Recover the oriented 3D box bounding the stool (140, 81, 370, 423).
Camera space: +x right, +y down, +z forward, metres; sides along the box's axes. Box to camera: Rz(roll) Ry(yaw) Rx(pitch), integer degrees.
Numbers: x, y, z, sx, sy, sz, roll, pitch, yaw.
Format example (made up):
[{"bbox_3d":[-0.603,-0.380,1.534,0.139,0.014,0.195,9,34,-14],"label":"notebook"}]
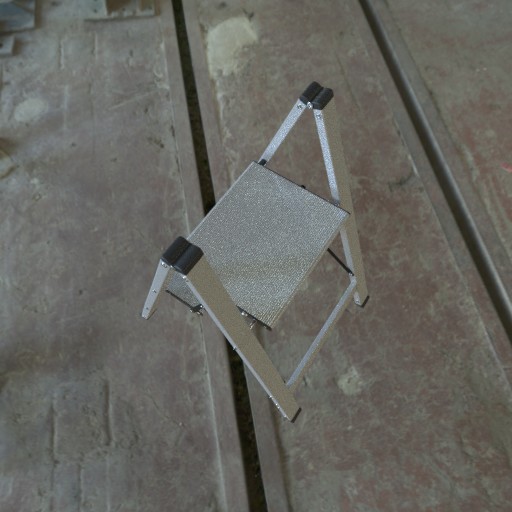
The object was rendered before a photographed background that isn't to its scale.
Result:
[{"bbox_3d":[0.000,0.000,1.022,0.535,0.670,0.440,31,68,14],"label":"stool"}]
